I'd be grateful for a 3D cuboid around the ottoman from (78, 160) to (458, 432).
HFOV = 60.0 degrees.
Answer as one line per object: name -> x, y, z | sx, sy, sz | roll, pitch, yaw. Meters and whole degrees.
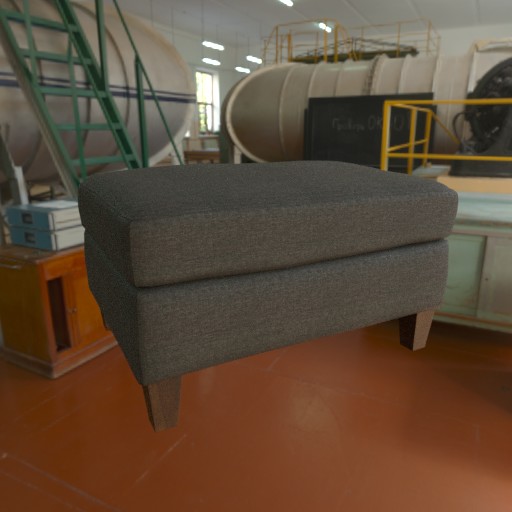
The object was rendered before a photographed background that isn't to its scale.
ottoman -> 0.000, 0.000, 1.207 | 0.826, 0.496, 0.639 | -8, 18, -27
